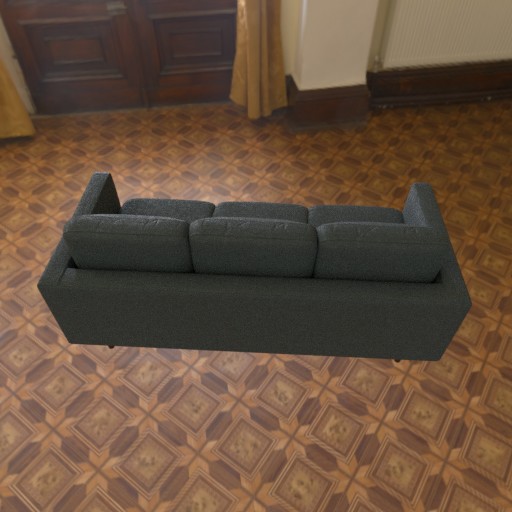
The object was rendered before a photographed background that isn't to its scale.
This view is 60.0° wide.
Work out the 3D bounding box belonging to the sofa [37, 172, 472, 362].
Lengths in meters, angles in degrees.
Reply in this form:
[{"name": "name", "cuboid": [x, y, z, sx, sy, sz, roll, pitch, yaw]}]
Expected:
[{"name": "sofa", "cuboid": [0.000, 0.000, 2.523, 2.013, 0.945, 0.935, 2, 47, 2]}]
